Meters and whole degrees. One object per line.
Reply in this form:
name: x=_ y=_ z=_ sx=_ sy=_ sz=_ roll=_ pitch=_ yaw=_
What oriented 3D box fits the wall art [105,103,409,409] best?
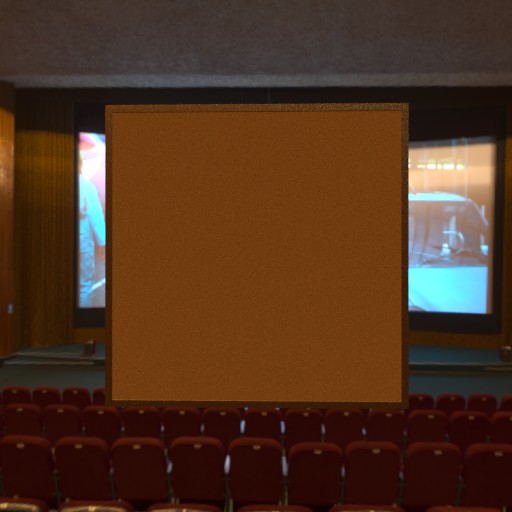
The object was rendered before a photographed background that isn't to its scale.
wall art: x=0.000 y=0.000 z=1.131 sx=0.762 sy=0.762 sz=0.038 roll=0 pitch=0 yaw=1
